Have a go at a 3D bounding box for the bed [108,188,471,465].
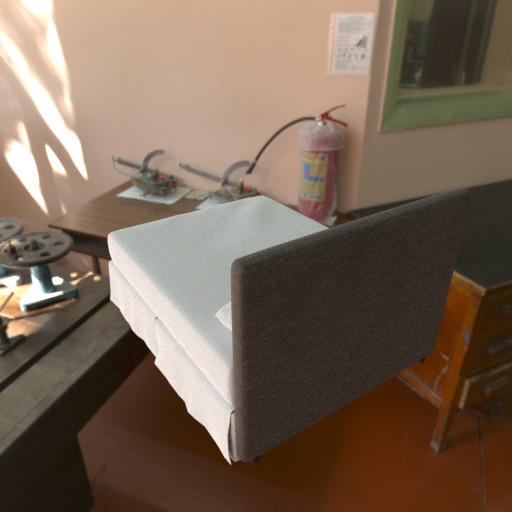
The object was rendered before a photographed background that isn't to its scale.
[{"bbox_3d":[0.000,0.000,3.289,1.723,1.330,2.142,-18,33,-30],"label":"bed"}]
